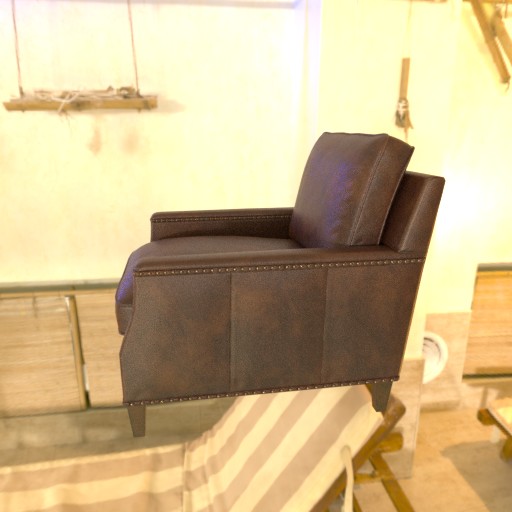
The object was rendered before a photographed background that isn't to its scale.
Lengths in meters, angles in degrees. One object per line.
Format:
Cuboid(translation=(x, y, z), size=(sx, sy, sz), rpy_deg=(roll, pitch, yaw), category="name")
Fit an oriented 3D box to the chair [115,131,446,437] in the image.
Cuboid(translation=(0.000, 0.000, 1.724), size=(1.014, 0.929, 0.853), rpy_deg=(-3, 16, -9), category="chair")
